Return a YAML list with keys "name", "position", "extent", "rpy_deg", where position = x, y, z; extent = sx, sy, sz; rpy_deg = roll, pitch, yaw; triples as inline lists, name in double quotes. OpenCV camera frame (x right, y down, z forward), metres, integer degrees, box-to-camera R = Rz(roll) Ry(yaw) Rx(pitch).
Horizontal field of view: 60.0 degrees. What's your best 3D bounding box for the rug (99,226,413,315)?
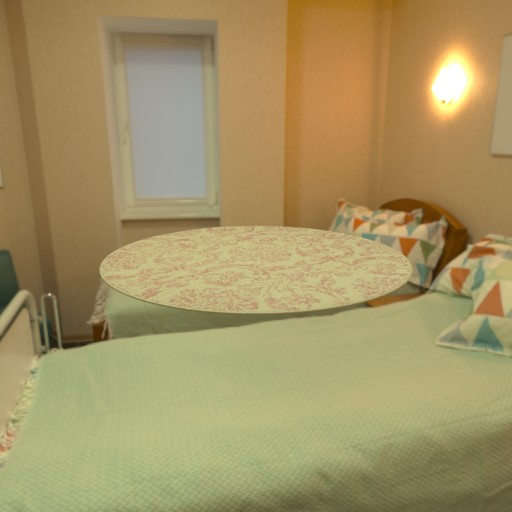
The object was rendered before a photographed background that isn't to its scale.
- name: "rug"
  position: [0.000, 0.000, 2.380]
  extent: [1.593, 0.012, 1.593]
  rpy_deg: [0, 15, 0]
